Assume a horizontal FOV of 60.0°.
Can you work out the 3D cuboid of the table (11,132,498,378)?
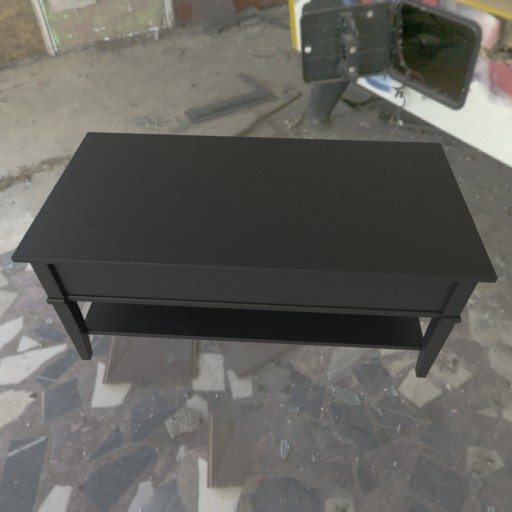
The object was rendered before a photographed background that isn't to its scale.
[{"bbox_3d":[0.000,0.000,1.296,1.044,0.470,0.523,2,46,2],"label":"table"}]
